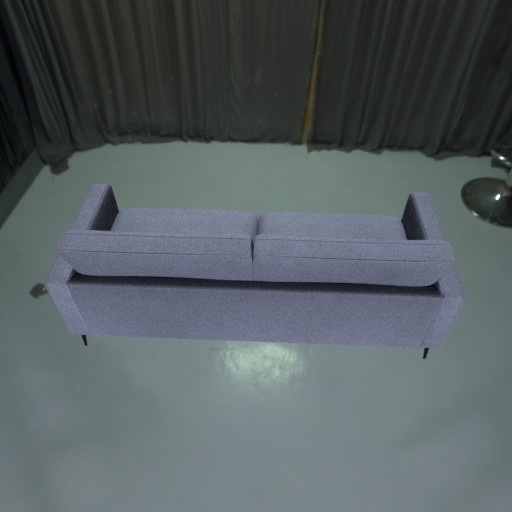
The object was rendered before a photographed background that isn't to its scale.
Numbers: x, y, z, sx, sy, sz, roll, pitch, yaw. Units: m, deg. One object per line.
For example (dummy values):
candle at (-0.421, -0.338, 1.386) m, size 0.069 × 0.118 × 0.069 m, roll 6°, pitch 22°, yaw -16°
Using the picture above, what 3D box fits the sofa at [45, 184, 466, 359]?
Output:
sofa at (0.000, 0.000, 2.376) m, size 1.925 × 0.828 × 0.774 m, roll 2°, pitch 46°, yaw 2°
